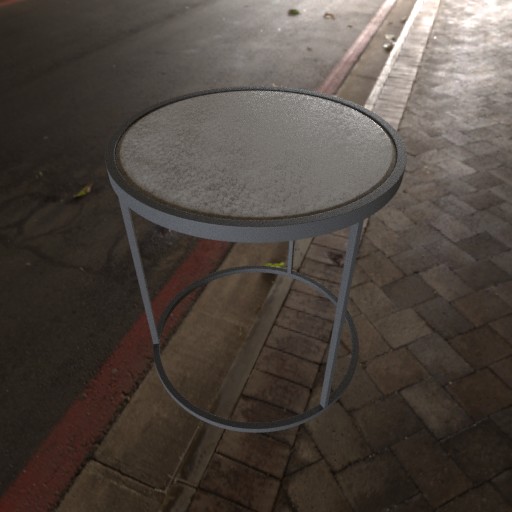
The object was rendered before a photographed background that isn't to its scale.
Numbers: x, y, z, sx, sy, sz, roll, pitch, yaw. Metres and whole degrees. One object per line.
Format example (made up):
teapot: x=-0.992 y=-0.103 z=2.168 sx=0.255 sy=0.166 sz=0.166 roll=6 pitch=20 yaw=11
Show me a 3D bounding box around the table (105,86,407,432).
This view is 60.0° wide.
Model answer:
table: x=0.000 y=0.000 z=0.874 sx=0.470 sy=0.498 sz=0.470 roll=0 pitch=41 yaw=0
